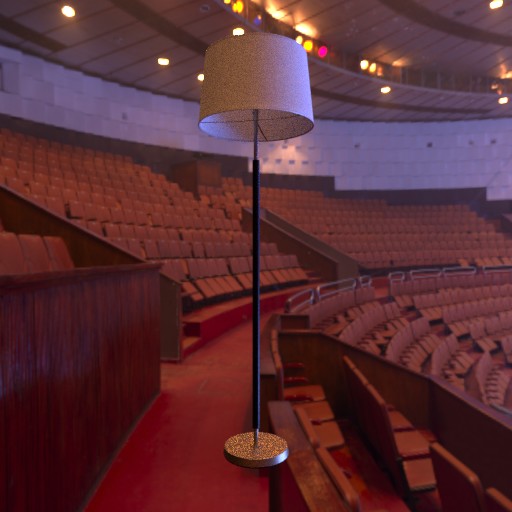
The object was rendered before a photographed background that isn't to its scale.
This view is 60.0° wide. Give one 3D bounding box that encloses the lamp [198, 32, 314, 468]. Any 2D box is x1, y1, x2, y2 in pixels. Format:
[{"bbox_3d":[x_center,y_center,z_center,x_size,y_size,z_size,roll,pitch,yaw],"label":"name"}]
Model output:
[{"bbox_3d":[0.000,0.000,1.622,0.420,1.447,0.420,0,0,0],"label":"lamp"}]
